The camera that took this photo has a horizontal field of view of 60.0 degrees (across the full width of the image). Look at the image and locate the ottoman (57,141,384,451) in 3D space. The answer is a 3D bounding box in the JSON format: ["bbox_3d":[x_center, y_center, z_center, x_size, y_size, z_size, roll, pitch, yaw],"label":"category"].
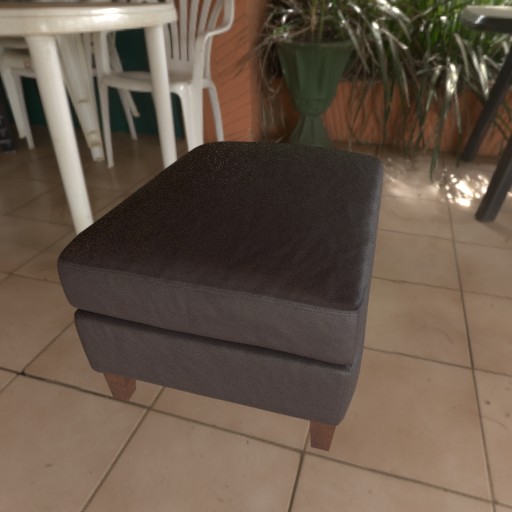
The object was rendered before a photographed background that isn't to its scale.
[{"bbox_3d":[0.000,0.000,1.281,0.659,0.529,0.887,9,32,14],"label":"ottoman"}]
